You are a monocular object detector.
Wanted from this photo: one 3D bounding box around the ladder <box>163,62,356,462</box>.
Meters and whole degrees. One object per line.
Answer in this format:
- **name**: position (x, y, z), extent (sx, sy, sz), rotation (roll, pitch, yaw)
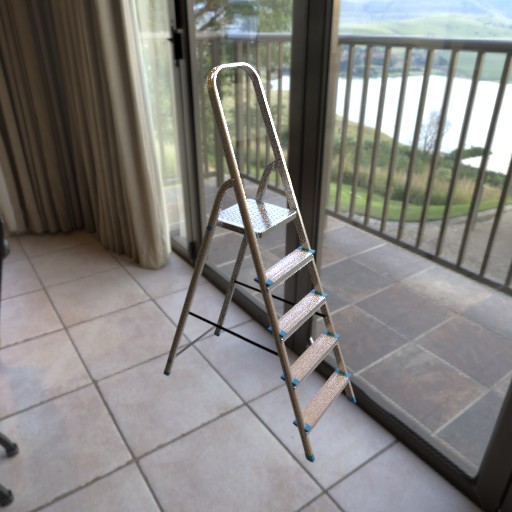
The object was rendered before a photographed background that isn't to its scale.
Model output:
- **ladder**: position (0.000, 0.000, 2.074), extent (0.990, 1.648, 0.468), rotation (19, 34, 31)
